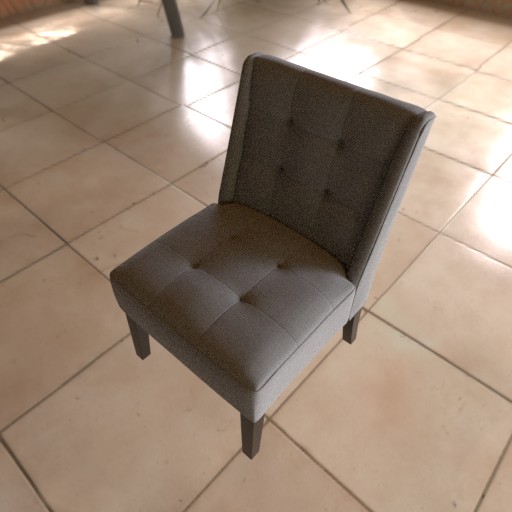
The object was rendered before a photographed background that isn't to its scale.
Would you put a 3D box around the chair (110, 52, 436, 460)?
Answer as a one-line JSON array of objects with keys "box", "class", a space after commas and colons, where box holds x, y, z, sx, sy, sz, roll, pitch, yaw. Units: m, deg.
[{"box": [0.000, 0.000, 1.287, 0.569, 0.853, 0.676, 32, 54, 27], "class": "chair"}]
